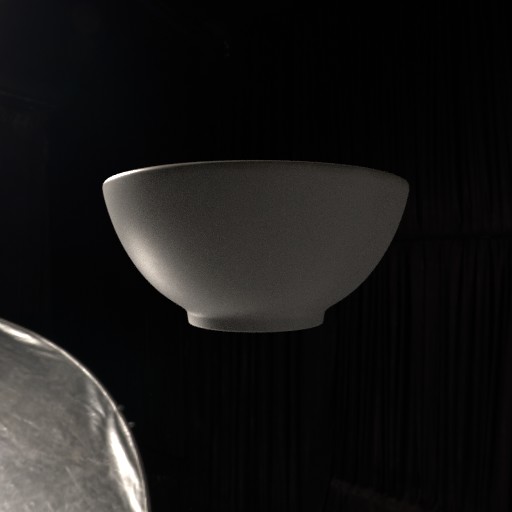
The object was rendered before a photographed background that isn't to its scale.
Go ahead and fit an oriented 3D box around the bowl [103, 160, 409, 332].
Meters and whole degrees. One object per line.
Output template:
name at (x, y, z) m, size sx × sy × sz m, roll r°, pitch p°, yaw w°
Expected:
bowl at (0.000, 0.000, 0.410) m, size 0.268 × 0.121 × 0.268 m, roll 0°, pitch 0°, yaw 0°
